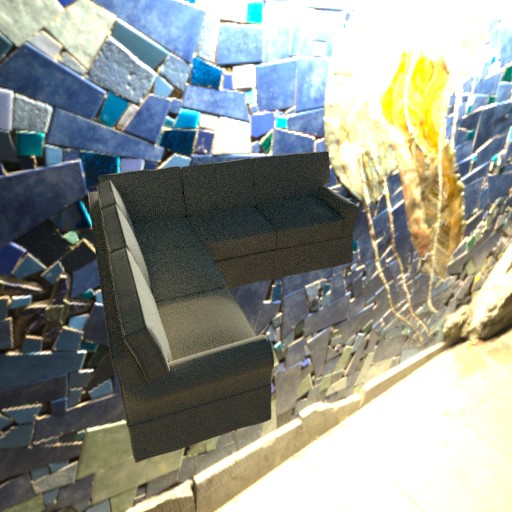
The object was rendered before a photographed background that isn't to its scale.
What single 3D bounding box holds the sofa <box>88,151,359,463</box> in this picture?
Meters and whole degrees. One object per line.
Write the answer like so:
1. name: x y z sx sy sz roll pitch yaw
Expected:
1. sofa: 0.000 0.000 3.899 2.597 1.070 2.591 -11 32 -18
